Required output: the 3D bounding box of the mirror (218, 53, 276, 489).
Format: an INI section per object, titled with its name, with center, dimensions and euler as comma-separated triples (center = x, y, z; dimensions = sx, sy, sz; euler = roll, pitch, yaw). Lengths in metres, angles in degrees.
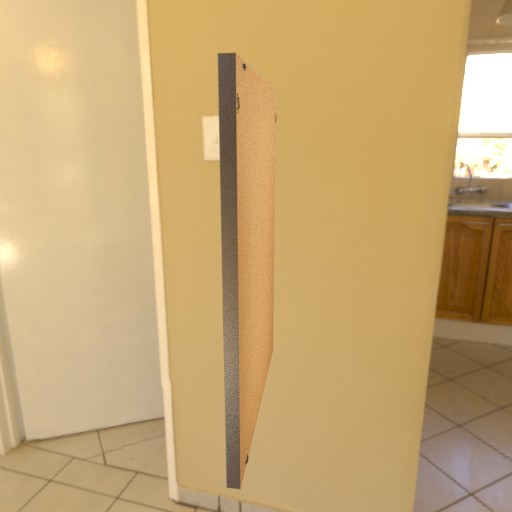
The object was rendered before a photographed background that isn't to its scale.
[mirror]
center = 0.000, 0.000, 1.353
dimensions = 0.041, 1.016, 0.762
euler = 2, 15, 8
